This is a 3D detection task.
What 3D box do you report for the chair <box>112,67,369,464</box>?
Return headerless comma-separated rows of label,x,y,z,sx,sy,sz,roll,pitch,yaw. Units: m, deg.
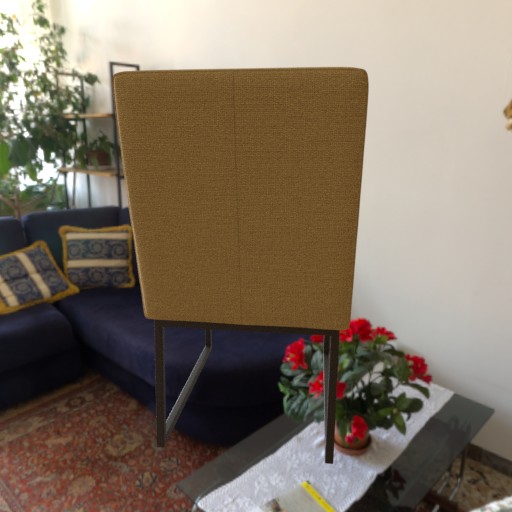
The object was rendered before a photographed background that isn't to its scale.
chair,0.000,0.000,1.264,0.520,0.930,0.634,2,16,7
